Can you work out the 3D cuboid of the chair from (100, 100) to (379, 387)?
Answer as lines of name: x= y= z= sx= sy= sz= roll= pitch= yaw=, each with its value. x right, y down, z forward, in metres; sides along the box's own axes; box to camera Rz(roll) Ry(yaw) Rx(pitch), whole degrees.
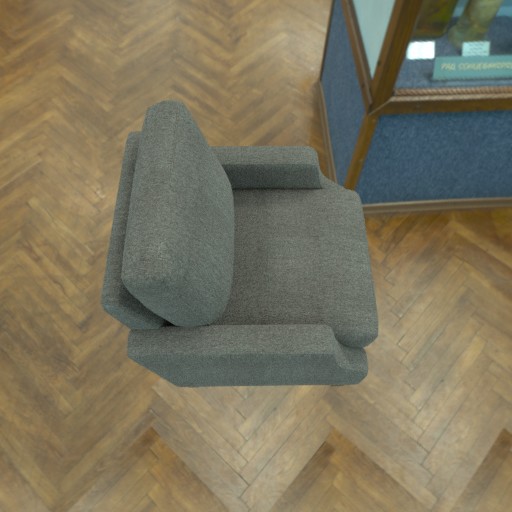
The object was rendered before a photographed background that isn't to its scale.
chair: x=0.000 y=0.000 z=1.693 sx=0.897 sy=0.993 sz=0.855 roll=0 pitch=63 yaw=0
